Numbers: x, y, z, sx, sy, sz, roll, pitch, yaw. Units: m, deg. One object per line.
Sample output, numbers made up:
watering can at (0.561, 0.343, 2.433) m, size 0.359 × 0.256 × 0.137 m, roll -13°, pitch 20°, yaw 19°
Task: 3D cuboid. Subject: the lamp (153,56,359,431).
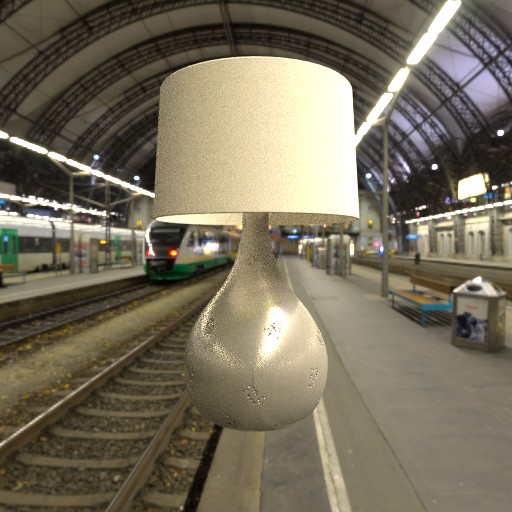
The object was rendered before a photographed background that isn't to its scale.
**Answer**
lamp at (0.000, 0.000, 0.729) m, size 0.330 × 0.521 × 0.330 m, roll 0°, pitch 1°, yaw 0°
